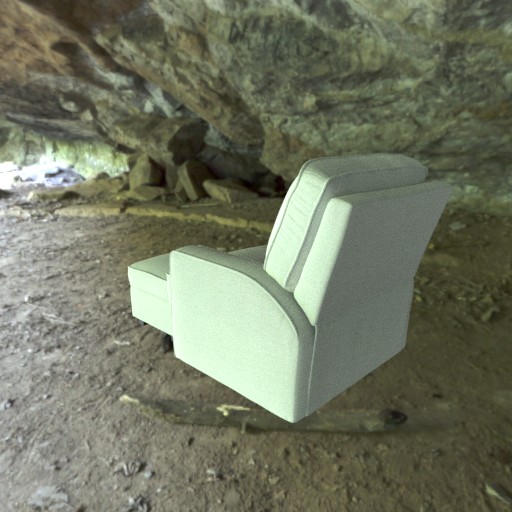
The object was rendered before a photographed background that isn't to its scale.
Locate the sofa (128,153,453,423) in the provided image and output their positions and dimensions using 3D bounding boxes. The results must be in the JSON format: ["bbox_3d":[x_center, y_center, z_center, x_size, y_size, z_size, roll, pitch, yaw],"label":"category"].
[{"bbox_3d":[0.000,0.000,2.090,1.472,0.959,0.861,14,20,43],"label":"sofa"}]
